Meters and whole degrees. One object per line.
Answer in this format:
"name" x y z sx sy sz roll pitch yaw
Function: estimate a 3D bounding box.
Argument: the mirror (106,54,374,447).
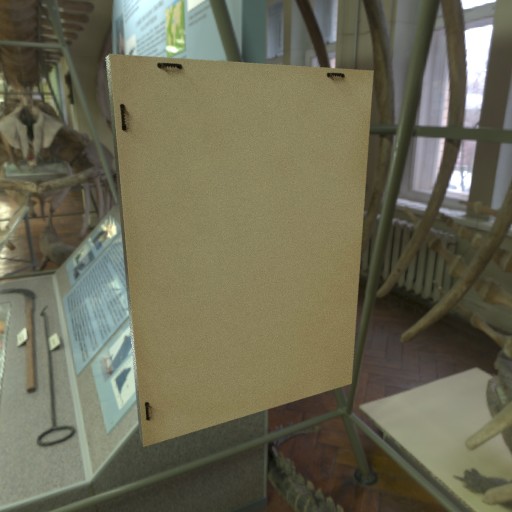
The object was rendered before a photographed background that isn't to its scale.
"mirror" 0.000 0.000 0.889 0.507 0.710 0.039 -8 18 -25
